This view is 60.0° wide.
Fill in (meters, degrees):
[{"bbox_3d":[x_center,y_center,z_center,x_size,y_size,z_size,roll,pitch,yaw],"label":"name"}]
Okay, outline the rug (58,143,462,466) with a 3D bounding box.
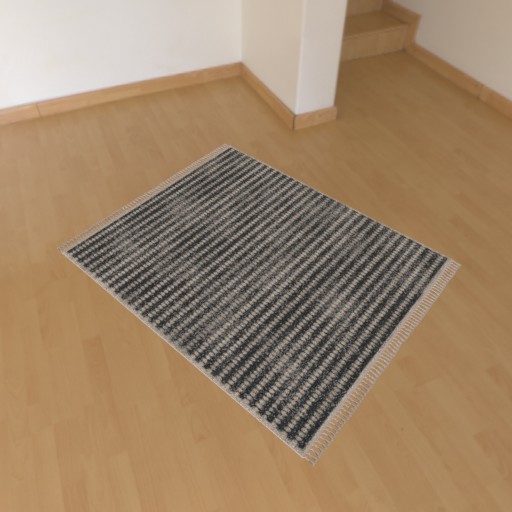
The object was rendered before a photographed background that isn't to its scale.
[{"bbox_3d":[0.000,0.000,4.014,2.910,0.013,2.256,33,55,26],"label":"rug"}]
